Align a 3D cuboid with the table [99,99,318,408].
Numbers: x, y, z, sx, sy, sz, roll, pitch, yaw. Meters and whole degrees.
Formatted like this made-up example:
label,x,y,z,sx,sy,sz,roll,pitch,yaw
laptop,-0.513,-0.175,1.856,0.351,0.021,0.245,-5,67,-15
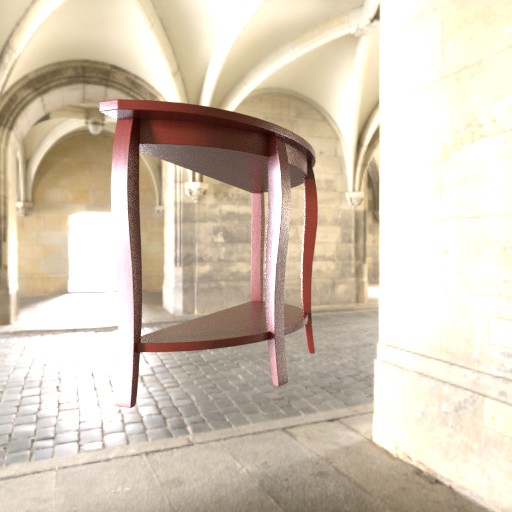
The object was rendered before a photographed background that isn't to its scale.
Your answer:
label,x,y,z,sx,sy,sz,roll,pitch,yaw
table,0.000,0.000,1.616,0.405,0.779,1.219,0,1,19
